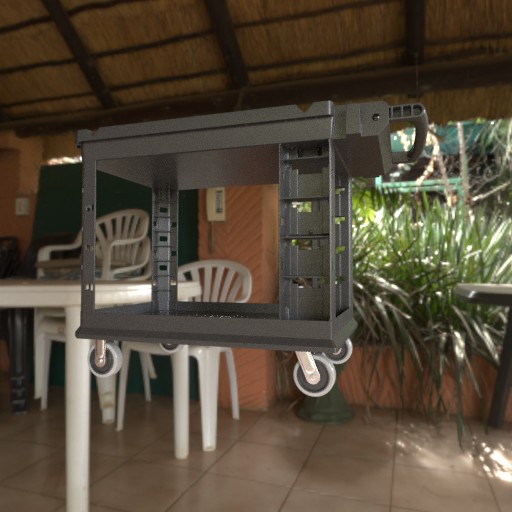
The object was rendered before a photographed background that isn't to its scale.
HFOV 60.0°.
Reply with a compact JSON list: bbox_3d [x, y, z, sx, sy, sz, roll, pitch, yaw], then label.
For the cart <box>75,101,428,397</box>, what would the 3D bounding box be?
[{"bbox_3d":[0.000,0.000,1.706,1.239,0.884,0.674,-1,-2,18],"label":"cart"}]
